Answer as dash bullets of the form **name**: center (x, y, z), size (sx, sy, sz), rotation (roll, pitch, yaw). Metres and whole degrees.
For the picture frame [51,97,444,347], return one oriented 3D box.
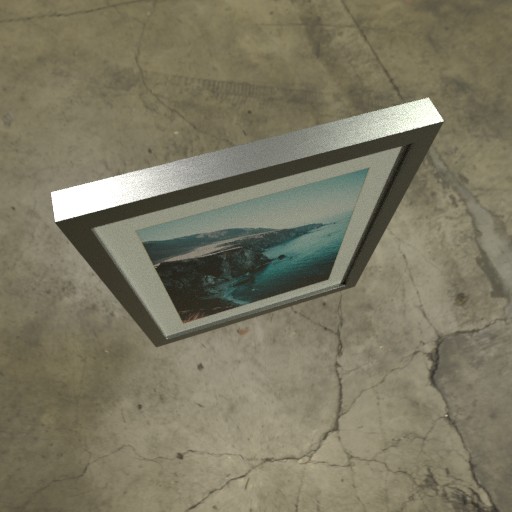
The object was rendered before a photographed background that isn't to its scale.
- **picture frame**: center (0.000, 0.000, 1.360), size (0.839, 0.968, 0.073), rotation (-16, 65, -8)
